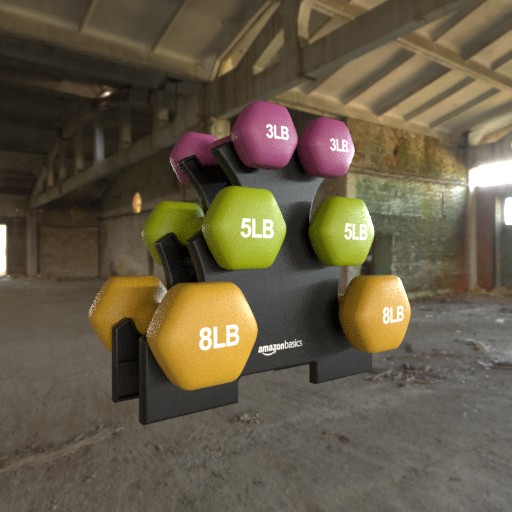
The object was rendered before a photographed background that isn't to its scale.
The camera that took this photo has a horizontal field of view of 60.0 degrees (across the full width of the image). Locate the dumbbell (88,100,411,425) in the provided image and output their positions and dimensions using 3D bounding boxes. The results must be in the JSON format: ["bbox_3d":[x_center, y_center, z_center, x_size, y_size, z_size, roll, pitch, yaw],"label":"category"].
[{"bbox_3d":[0.000,0.000,0.468,0.300,0.271,0.190,0,0,-36],"label":"dumbbell"}]
